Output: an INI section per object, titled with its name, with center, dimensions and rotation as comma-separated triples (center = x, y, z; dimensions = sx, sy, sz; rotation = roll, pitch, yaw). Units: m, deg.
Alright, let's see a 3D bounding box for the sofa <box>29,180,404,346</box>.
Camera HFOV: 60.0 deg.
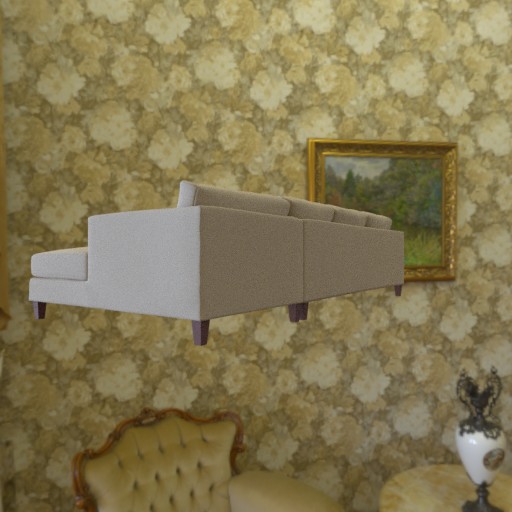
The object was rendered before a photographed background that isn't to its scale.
[sofa]
center = 0.000, 0.000, 3.895
dimensions = 1.625, 0.861, 3.186
rotation = 0, 0, 35
